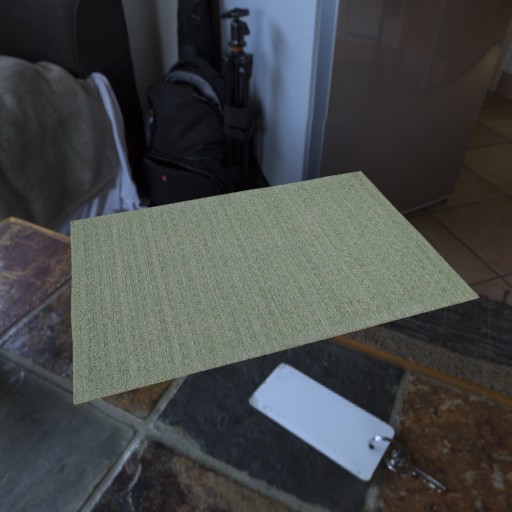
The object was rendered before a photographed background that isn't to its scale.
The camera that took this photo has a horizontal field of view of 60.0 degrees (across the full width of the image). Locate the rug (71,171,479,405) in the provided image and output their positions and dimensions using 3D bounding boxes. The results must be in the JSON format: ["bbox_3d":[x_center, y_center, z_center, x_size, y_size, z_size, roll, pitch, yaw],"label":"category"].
[{"bbox_3d":[0.000,0.000,2.195,1.747,0.006,1.143,-12,43,-13],"label":"rug"}]
